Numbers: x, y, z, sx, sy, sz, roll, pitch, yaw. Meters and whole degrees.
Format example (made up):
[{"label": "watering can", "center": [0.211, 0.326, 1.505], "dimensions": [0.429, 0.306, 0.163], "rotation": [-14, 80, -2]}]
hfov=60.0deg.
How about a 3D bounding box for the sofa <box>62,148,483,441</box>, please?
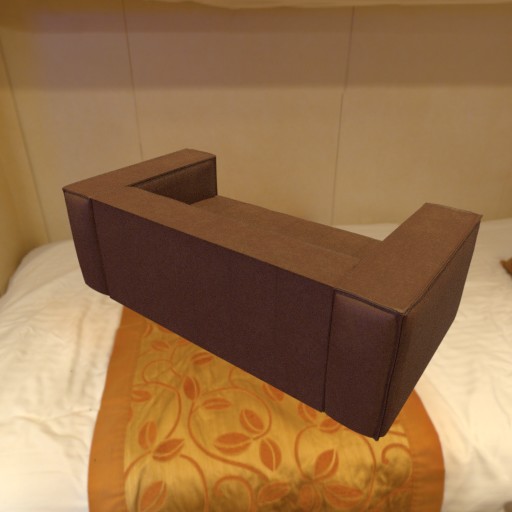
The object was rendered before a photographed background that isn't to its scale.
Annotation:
[{"label": "sofa", "center": [0.000, 0.000, 2.534], "dimensions": [2.088, 0.703, 1.102], "rotation": [20, 35, 32]}]
